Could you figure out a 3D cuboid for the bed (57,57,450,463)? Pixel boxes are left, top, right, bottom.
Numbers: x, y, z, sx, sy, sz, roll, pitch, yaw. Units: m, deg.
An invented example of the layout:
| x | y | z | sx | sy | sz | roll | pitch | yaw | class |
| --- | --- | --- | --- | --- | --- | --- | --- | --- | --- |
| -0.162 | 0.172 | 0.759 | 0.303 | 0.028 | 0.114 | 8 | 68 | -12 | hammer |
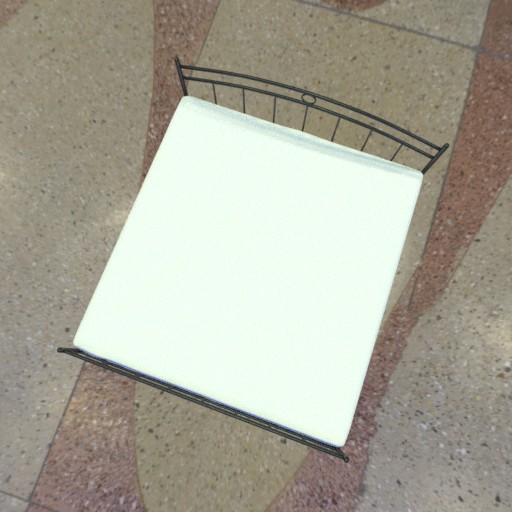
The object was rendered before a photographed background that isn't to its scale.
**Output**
| x | y | z | sx | sy | sz | roll | pitch | yaw | class |
| --- | --- | --- | --- | --- | --- | --- | --- | --- | --- |
| 0.000 | 0.000 | 3.023 | 1.880 | 0.940 | 2.040 | 19 | 77 | 4 | bed |
